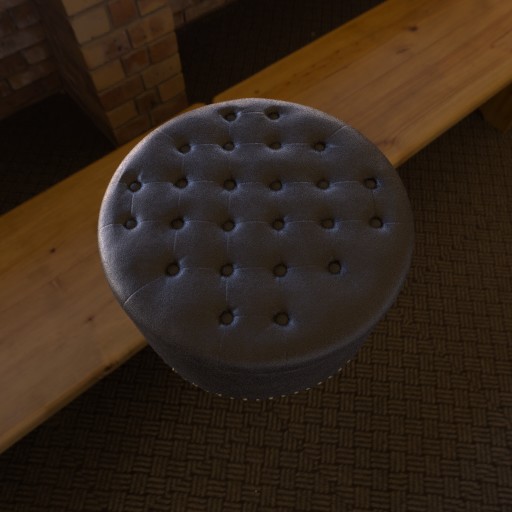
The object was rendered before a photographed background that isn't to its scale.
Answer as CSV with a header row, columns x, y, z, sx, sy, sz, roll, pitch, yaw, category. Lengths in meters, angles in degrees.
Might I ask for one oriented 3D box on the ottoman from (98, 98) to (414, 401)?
x,y,z,sx,sy,sz,roll,pitch,yaw,category
0.000,0.000,1.064,0.637,0.442,0.637,0,62,0,ottoman
